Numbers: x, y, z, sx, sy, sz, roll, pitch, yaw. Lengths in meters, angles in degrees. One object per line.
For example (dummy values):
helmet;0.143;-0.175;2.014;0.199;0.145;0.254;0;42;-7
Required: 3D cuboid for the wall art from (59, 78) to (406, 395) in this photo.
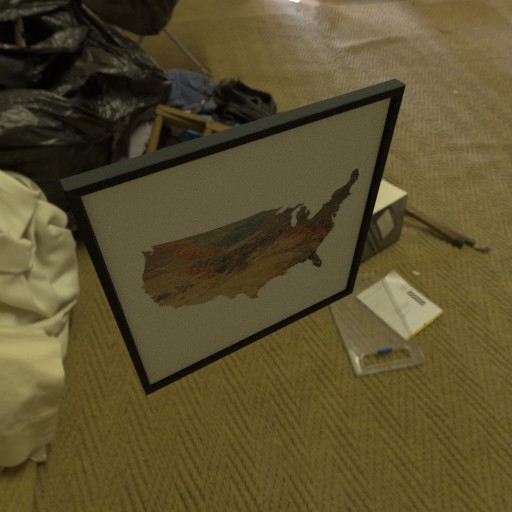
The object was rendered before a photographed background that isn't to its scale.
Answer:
wall art;0.000;0.000;0.463;0.304;0.303;0.015;-23;51;-20
